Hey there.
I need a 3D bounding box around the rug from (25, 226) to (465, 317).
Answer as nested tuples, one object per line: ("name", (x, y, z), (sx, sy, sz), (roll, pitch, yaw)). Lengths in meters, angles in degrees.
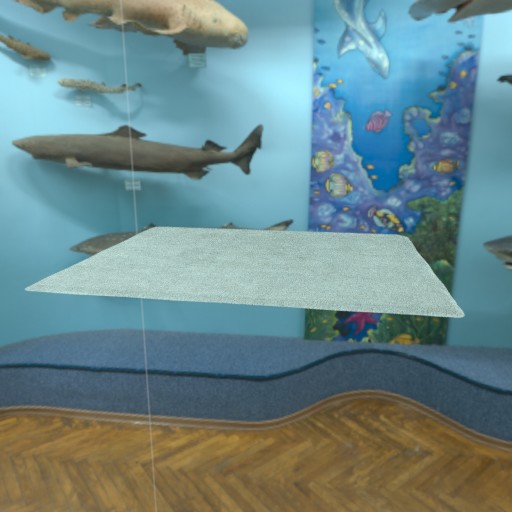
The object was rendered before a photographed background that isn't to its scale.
("rug", (0.000, 0.000, 3.936), (2.933, 0.027, 2.332), (2, 15, 9))
